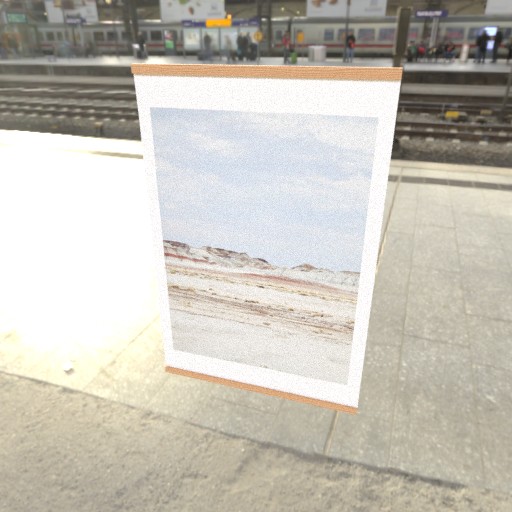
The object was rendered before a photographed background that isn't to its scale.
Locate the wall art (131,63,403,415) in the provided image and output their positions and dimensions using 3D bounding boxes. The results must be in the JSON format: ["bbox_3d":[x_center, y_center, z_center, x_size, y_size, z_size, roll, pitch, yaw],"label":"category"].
[{"bbox_3d":[0.000,0.000,1.925,1.011,1.521,0.025,8,27,16],"label":"wall art"}]
